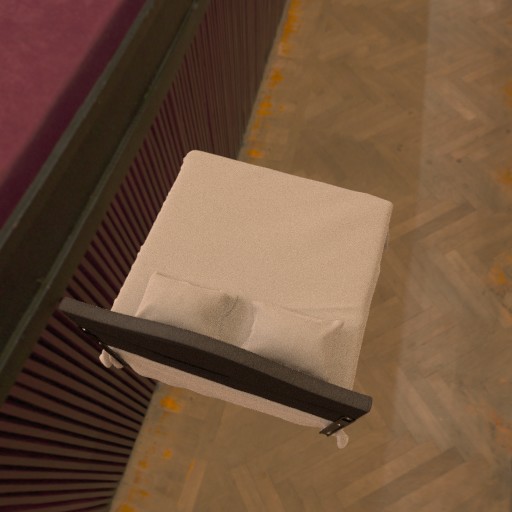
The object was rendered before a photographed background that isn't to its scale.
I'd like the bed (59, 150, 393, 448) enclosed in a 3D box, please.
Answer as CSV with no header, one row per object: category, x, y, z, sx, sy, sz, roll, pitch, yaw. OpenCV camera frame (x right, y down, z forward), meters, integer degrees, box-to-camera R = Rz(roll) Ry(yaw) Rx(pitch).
bed,0.000,0.000,3.618,2.314,1.651,2.219,16,65,8
